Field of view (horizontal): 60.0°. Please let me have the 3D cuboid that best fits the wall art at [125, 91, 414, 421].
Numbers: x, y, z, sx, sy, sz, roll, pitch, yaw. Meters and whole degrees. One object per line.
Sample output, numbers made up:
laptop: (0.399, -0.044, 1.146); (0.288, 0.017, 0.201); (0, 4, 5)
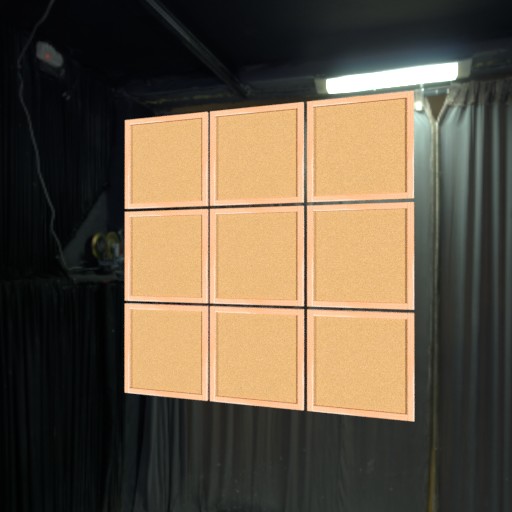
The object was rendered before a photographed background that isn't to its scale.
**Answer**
wall art: (0.000, 0.000, 1.355); (0.911, 0.910, 0.012); (0, 0, 17)
